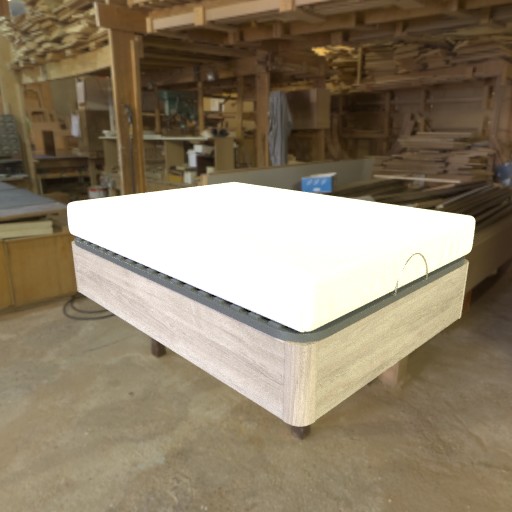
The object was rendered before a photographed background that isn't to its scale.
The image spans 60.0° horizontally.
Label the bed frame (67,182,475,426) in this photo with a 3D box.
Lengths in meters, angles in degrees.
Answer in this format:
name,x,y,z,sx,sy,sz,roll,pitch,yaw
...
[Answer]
name,x,y,z,sx,sy,sz,roll,pitch,yaw
bed frame,0.000,0.000,2.558,1.400,0.561,1.900,-16,23,-42
